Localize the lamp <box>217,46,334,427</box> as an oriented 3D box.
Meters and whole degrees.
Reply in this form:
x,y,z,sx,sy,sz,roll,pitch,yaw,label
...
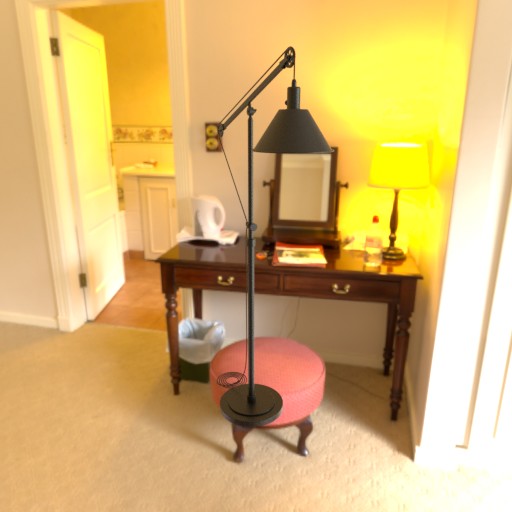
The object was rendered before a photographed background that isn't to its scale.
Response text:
x,y,z,sx,sy,sz,roll,pitch,yaw,label
0.000,0.000,1.966,0.319,1.626,0.904,-8,18,-24,lamp
